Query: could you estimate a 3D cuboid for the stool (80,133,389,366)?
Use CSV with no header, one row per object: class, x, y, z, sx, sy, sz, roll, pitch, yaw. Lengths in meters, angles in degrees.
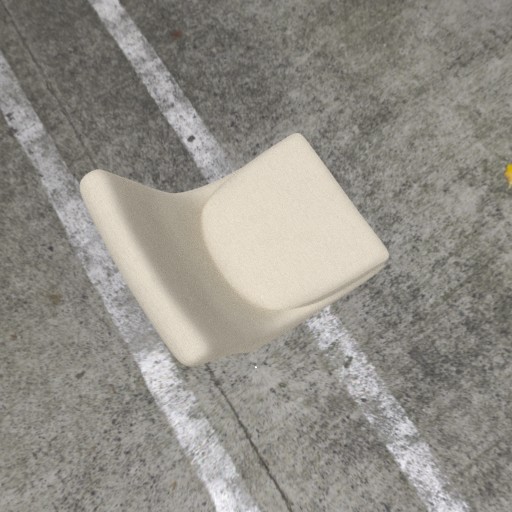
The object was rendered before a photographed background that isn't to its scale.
stool,0.000,0.000,1.291,0.577,0.981,0.470,-32,78,-8
